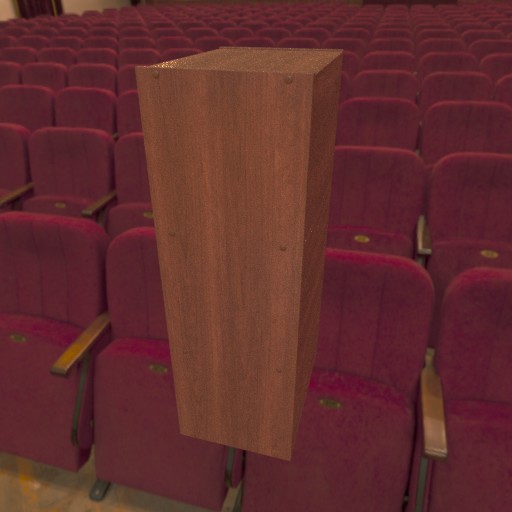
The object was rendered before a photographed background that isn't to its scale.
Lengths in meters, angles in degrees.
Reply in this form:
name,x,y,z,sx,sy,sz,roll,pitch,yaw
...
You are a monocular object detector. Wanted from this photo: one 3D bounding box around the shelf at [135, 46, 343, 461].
name,x,y,z,sx,sy,sz,roll,pitch,yaw
shelf,0.000,0.000,1.067,0.290,0.879,0.414,8,30,14
